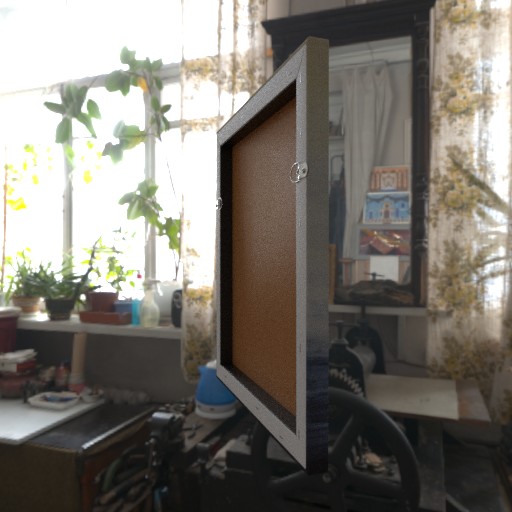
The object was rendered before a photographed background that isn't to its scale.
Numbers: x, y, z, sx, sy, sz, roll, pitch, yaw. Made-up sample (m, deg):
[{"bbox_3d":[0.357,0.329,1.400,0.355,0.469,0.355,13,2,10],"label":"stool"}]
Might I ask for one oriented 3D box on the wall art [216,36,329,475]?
[{"bbox_3d":[0.000,0.000,1.003,0.041,0.710,0.608,0,1,-19],"label":"wall art"}]
